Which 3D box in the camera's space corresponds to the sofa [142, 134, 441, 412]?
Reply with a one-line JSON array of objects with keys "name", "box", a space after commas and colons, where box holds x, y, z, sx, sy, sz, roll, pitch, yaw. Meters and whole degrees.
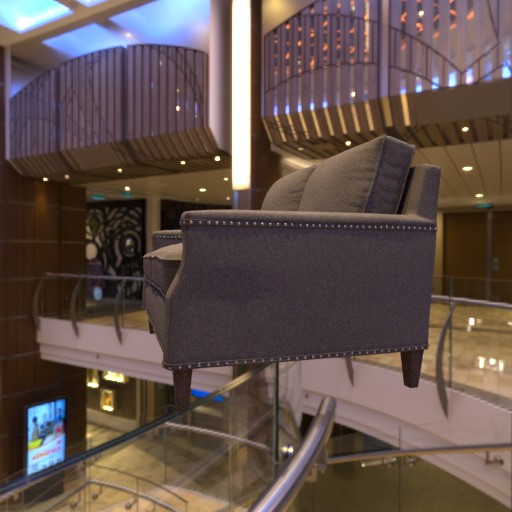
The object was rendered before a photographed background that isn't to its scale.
[{"name": "sofa", "box": [0.000, 0.000, 2.290, 1.084, 1.003, 1.597, 0, 1, -17]}]
